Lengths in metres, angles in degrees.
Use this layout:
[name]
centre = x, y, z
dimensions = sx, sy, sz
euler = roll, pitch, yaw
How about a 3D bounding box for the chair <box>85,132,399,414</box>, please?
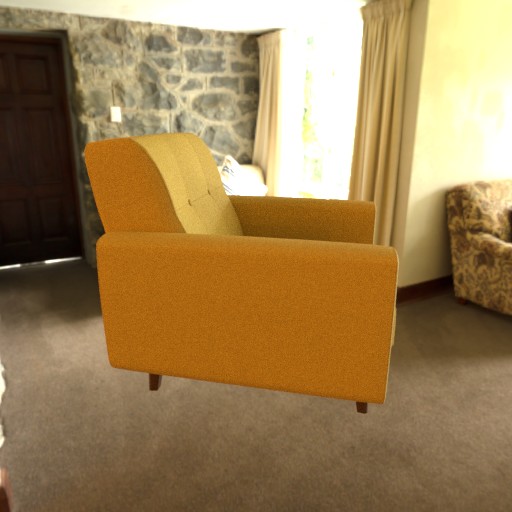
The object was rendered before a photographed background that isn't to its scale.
[chair]
centre = 0.000, 0.000, 1.575
dimensions = 0.909, 0.841, 0.831
euler = 3, 17, 10
